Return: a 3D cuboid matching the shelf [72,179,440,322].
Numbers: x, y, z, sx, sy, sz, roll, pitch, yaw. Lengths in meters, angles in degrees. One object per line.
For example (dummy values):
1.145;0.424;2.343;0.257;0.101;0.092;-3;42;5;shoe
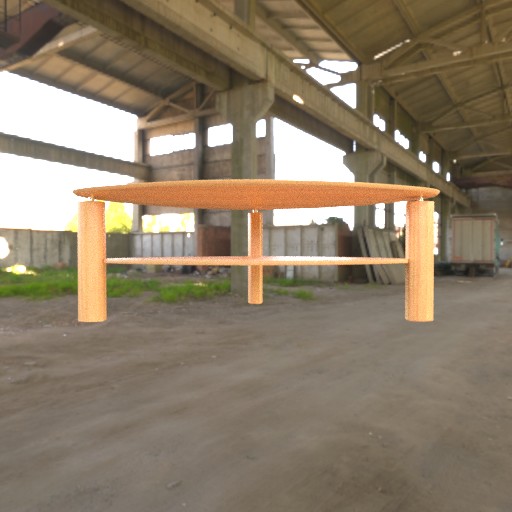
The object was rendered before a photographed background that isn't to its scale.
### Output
0.000;0.000;1.647;1.246;0.440;0.845;0;1;0;shelf
